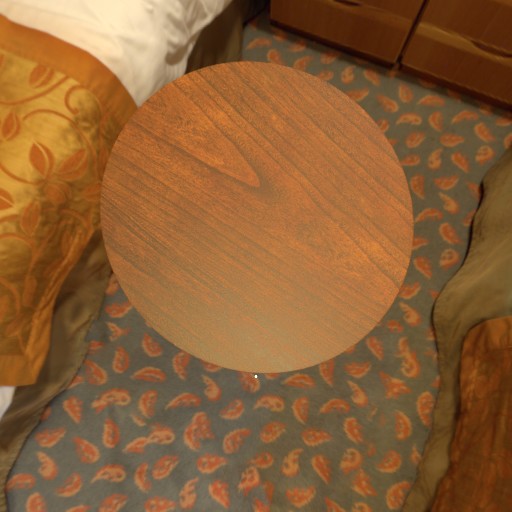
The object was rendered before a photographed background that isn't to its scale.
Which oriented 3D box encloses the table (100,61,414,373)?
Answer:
[{"bbox_3d":[0.000,0.000,1.104,0.530,0.706,0.577,-22,76,-6],"label":"table"}]
